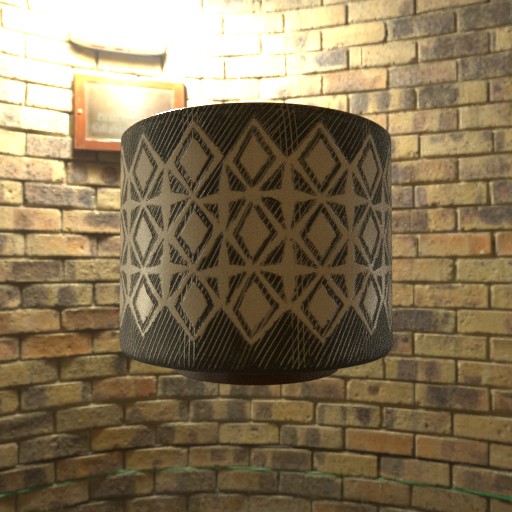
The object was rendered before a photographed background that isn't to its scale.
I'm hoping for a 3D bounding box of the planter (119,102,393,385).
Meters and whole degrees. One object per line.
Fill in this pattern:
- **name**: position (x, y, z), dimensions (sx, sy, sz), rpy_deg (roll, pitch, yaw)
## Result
- **planter**: position (0.000, 0.000, 0.216), dimensions (0.126, 0.104, 0.126), rpy_deg (0, -1, 0)
